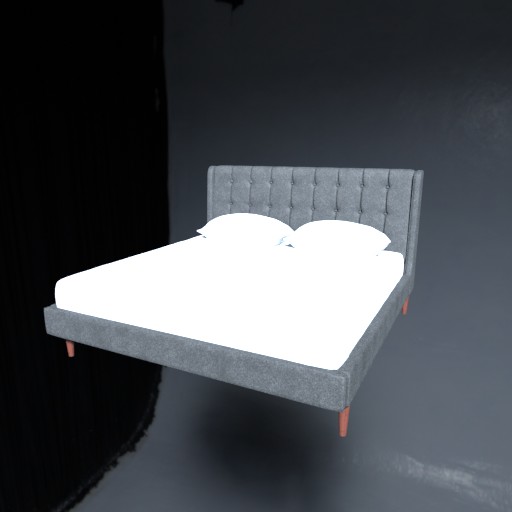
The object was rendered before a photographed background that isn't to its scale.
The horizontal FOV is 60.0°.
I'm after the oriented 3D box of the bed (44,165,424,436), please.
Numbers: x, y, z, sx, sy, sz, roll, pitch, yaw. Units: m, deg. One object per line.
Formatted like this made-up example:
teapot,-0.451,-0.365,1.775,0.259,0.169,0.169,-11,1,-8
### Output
bed,0.000,0.000,2.514,1.531,0.933,1.638,7,15,26
